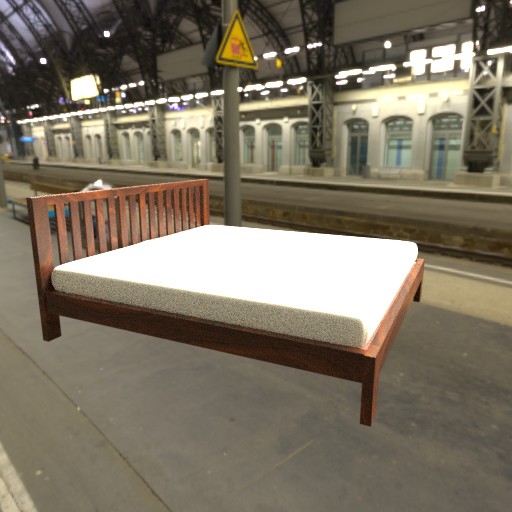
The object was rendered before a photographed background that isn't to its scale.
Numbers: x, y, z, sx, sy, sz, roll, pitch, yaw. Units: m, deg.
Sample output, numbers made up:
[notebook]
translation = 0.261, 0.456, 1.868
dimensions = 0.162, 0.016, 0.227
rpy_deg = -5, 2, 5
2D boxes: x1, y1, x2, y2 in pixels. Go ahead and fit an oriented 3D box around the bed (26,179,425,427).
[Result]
[bed]
translation = 0.000, 0.000, 3.067
dimensions = 2.030, 0.890, 1.905
rpy_deg = 6, 15, 25
